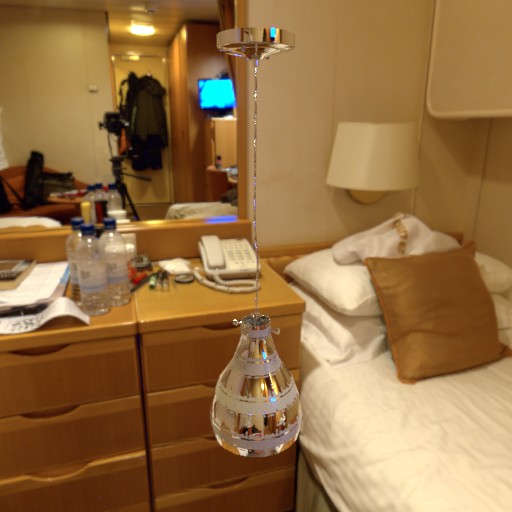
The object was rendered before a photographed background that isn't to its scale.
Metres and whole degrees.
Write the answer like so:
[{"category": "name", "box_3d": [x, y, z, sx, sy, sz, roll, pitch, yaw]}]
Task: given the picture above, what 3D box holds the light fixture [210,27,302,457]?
[{"category": "light fixture", "box_3d": [0.000, 0.000, 1.613, 0.374, 1.457, 0.374, 8, 18, 25]}]
